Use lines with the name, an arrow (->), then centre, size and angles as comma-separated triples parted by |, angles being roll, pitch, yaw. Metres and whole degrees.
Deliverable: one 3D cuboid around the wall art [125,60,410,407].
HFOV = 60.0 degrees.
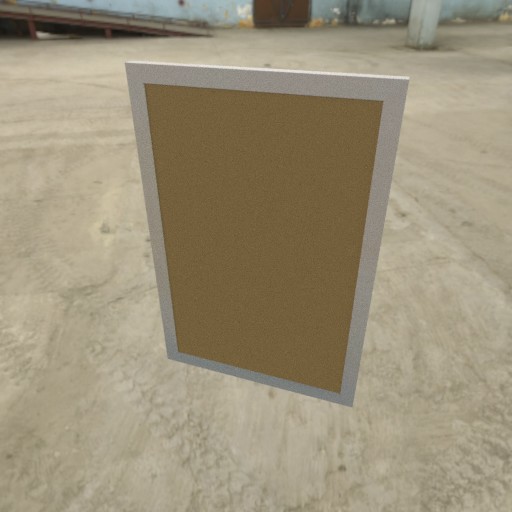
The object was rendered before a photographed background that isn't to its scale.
wall art -> 0.000, 0.000, 1.451 | 0.764, 1.143, 0.038 | 10, 33, 16
